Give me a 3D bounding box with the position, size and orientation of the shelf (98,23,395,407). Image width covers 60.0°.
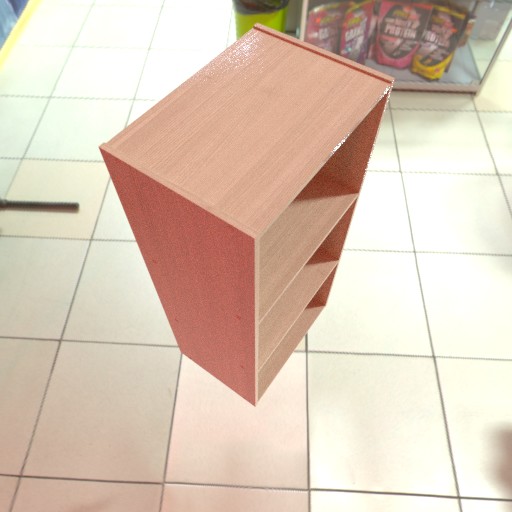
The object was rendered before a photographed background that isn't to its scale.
[{"bbox_3d":[0.000,0.000,1.087,0.292,0.876,0.417,31,63,18],"label":"shelf"}]
